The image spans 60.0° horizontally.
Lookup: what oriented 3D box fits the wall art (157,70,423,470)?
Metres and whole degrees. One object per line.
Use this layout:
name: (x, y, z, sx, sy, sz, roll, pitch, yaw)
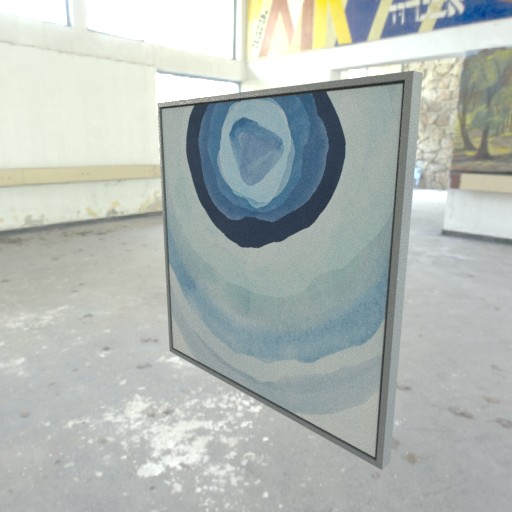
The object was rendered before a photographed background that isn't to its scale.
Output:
wall art: (0.000, 0.000, 1.153, 0.038, 0.807, 0.809, -13, 19, -43)
